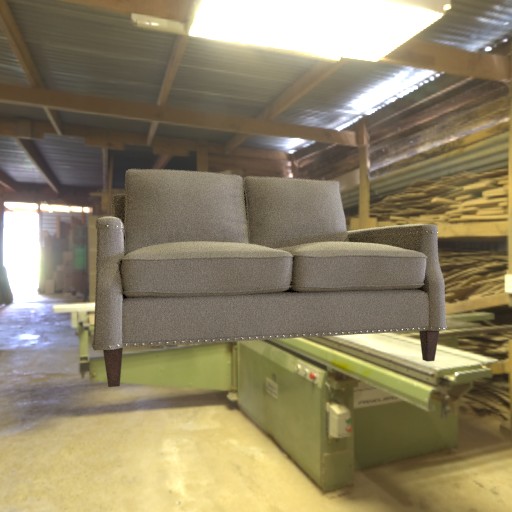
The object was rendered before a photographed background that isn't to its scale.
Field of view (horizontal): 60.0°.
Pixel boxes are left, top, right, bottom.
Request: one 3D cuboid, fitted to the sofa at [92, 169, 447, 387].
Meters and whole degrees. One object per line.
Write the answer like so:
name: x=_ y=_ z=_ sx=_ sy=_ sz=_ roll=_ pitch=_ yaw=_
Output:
sofa: x=0.000 y=0.000 z=2.377 sx=1.597 sy=1.003 sz=1.084 roll=0 pitch=0 yaw=-17
